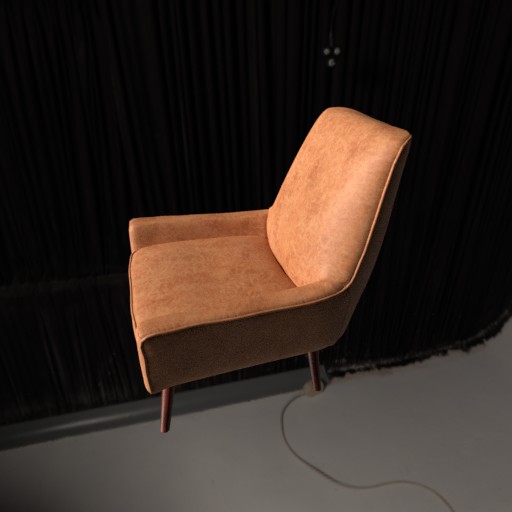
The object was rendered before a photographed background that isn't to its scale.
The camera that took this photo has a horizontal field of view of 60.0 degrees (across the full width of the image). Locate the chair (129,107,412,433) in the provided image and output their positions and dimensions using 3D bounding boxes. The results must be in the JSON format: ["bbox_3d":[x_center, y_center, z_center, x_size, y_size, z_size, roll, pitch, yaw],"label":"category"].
[{"bbox_3d":[0.000,0.000,1.510,0.851,0.883,0.753,-8,29,-14],"label":"chair"}]
